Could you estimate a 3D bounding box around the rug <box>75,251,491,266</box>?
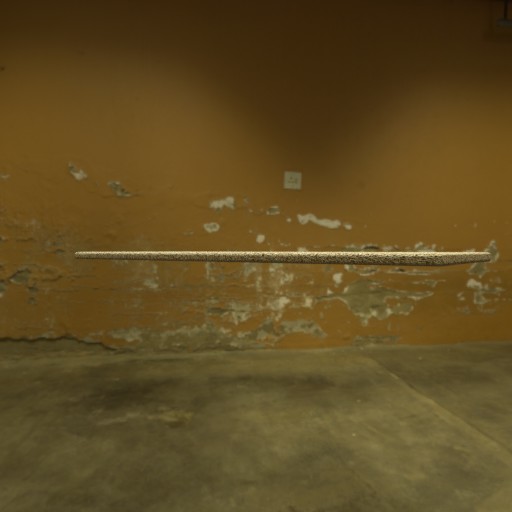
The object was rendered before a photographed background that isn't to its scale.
[{"bbox_3d":[0.000,0.000,1.701,1.524,0.030,0.609,1,1,37],"label":"rug"}]
